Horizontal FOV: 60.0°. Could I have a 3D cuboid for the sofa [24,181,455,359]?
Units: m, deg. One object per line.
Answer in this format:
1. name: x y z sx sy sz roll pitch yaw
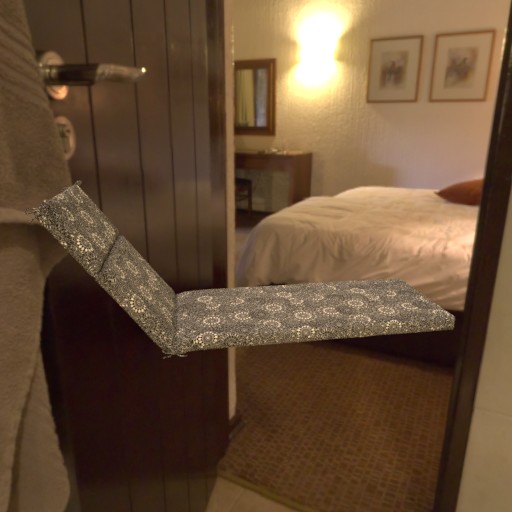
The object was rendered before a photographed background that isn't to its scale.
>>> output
1. sofa: 0.000 0.000 1.937 1.663 0.622 0.582 -3 17 -9
